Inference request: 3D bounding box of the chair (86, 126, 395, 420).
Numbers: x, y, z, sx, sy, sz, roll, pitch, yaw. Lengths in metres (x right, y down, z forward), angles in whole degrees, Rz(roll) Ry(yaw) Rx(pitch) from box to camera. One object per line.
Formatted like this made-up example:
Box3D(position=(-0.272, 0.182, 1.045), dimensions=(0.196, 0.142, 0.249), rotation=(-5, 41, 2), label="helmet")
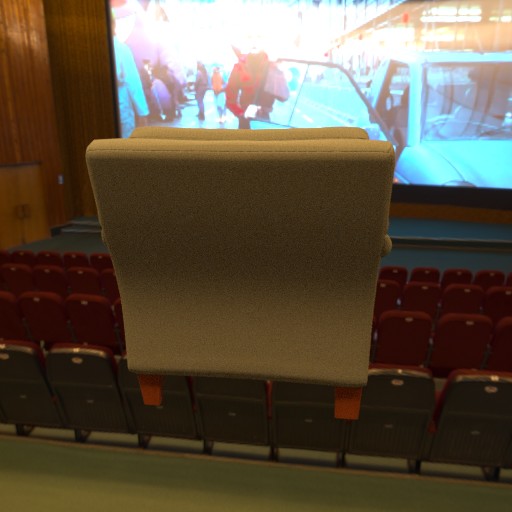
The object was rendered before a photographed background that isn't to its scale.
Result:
Box3D(position=(0.000, 0.000, 1.852), dimensions=(0.955, 1.038, 1.070), rotation=(2, 16, 6), label="chair")
